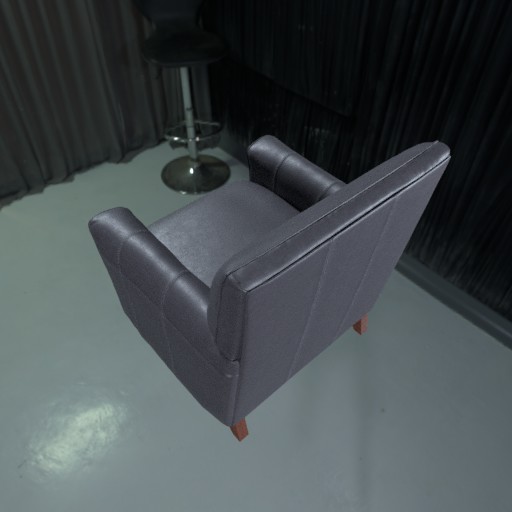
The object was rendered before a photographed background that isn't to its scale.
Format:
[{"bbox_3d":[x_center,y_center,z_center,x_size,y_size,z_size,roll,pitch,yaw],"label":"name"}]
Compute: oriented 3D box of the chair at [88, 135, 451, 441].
[{"bbox_3d":[0.000,0.000,1.617,0.870,0.943,0.825,-32,53,-28],"label":"chair"}]
